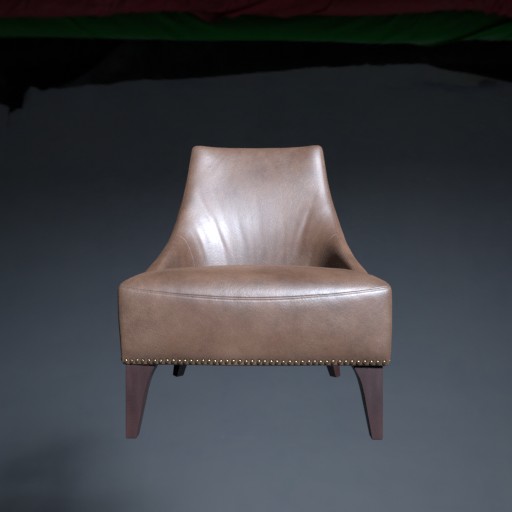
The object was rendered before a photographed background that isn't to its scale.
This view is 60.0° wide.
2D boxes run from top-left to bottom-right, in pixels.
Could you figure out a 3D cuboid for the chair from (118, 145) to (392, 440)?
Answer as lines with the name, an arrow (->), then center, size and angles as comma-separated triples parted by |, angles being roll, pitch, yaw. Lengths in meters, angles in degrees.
chair -> 0.000, 0.000, 1.498 | 0.701, 0.909, 0.861 | 0, 1, 1
